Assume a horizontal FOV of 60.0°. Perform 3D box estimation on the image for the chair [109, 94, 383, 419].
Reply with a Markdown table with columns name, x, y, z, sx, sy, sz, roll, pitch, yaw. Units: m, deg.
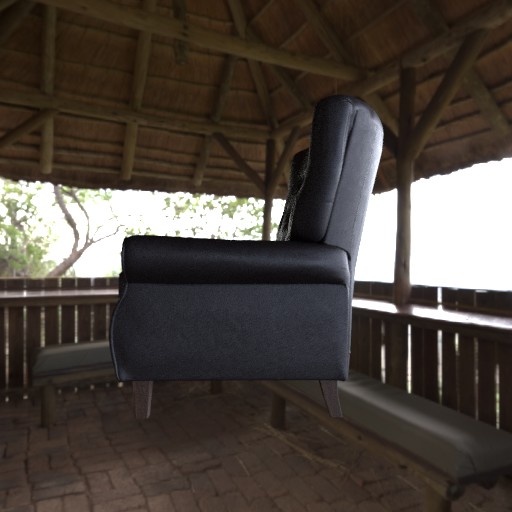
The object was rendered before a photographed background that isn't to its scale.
| name | x | y | z | sx | sy | sz | roll | pitch | yaw |
| --- | --- | --- | --- | --- | --- | --- | --- | --- | --- |
| chair | 0.000 | 0.000 | 1.917 | 1.058 | 1.158 | 0.948 | 0 | 0 | -1 |
